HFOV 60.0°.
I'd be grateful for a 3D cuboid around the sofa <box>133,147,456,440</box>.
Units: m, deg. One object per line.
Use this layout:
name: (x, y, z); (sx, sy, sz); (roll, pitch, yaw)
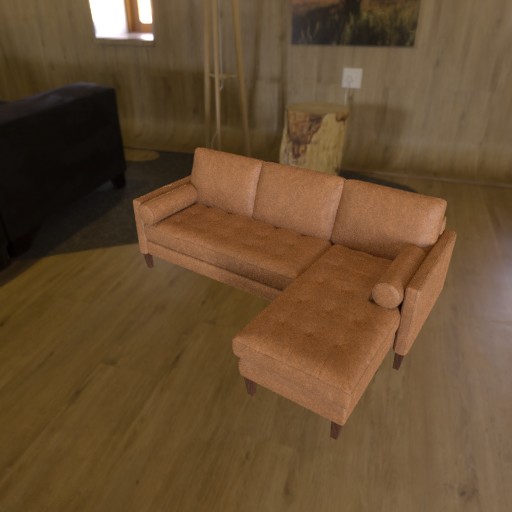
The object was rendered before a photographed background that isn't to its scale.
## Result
sofa: (0.000, 0.000, 2.968); (2.178, 0.876, 1.506); (19, 35, 29)
